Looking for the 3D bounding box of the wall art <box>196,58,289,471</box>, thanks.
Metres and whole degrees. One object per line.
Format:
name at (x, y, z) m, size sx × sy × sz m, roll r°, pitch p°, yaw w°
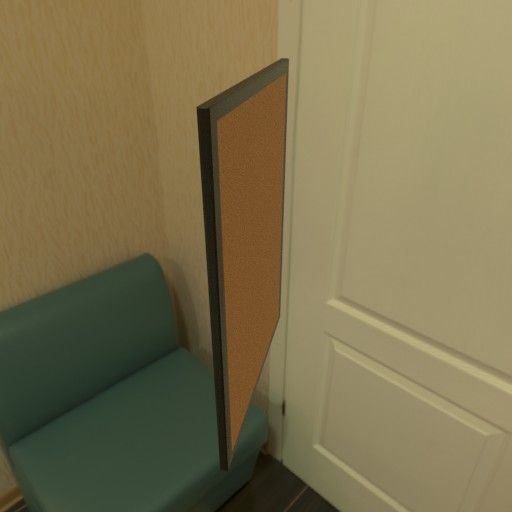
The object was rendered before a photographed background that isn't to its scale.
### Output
wall art at (0.000, 0.000, 0.863) m, size 0.016 × 0.657 × 0.480 m, roll 7°, pitch 31°, yaw 12°
